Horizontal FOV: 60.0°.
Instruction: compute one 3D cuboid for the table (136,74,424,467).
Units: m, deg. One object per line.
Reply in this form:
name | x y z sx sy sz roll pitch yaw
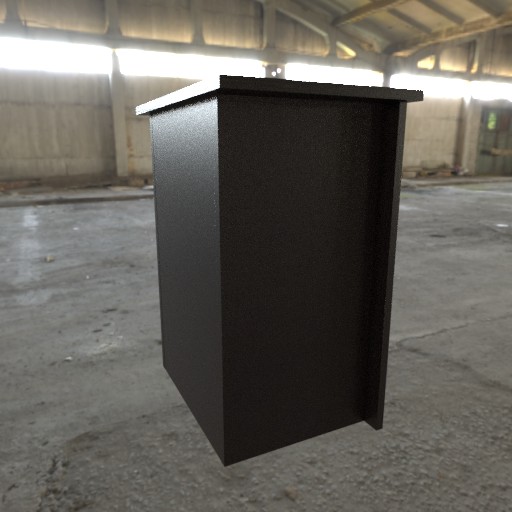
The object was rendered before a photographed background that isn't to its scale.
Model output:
table | 0.000 0.000 1.067 0.408 0.711 0.589 -7 15 -25
